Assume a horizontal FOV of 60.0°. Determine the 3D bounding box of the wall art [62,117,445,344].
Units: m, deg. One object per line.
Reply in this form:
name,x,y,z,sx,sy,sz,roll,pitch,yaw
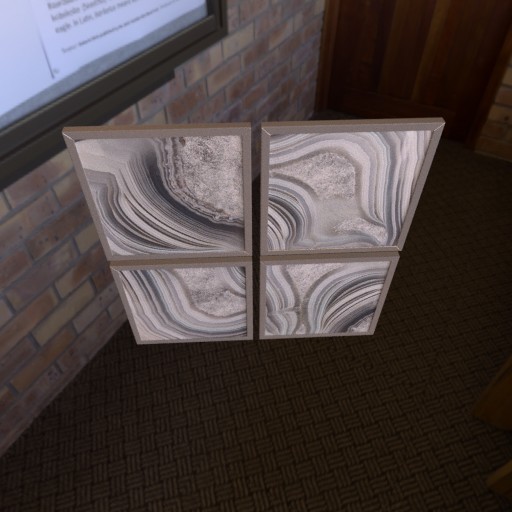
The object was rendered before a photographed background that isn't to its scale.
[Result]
wall art,0.000,0.000,1.706,1.118,1.118,0.029,-2,46,-2
